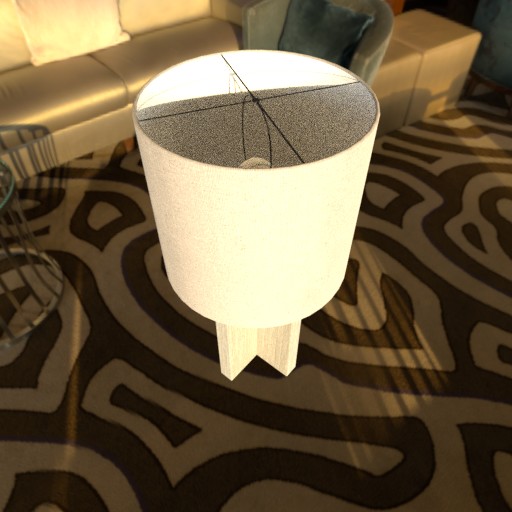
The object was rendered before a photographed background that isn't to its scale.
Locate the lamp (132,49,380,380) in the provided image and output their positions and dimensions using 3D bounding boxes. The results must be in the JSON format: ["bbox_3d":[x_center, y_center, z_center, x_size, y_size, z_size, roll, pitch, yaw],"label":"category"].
[{"bbox_3d":[0.000,0.000,0.569,0.229,0.428,0.229,31,54,26],"label":"lamp"}]
